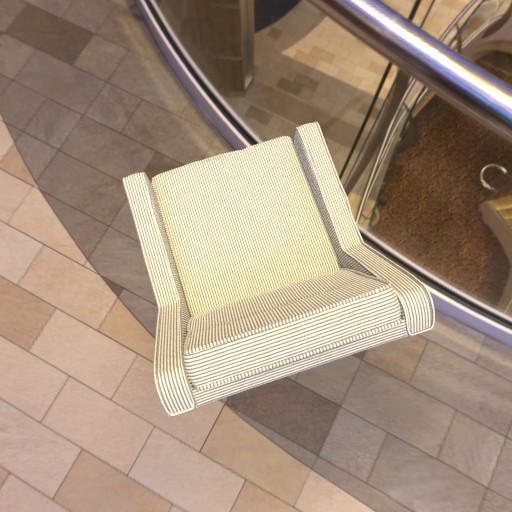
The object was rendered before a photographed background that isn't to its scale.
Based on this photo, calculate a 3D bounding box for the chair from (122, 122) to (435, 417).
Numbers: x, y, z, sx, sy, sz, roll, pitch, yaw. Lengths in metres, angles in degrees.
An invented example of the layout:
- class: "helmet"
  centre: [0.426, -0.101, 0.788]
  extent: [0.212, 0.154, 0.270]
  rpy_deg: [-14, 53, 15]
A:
- class: "chair"
  centre: [0.000, 0.000, 1.398]
  extent: [0.663, 0.792, 0.743]
  rpy_deg: [-17, 76, -5]
